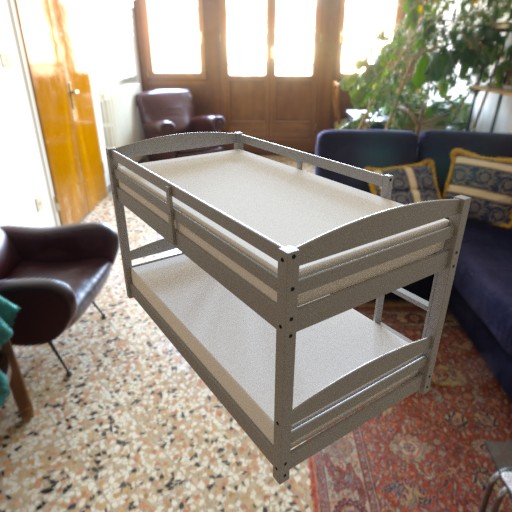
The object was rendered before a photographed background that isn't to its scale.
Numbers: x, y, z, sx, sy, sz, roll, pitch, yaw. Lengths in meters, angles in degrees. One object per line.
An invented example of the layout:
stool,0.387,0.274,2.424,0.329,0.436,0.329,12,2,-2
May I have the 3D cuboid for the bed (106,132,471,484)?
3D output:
bed,0.000,0.000,2.775,1.105,1.206,2.013,-16,30,-30
